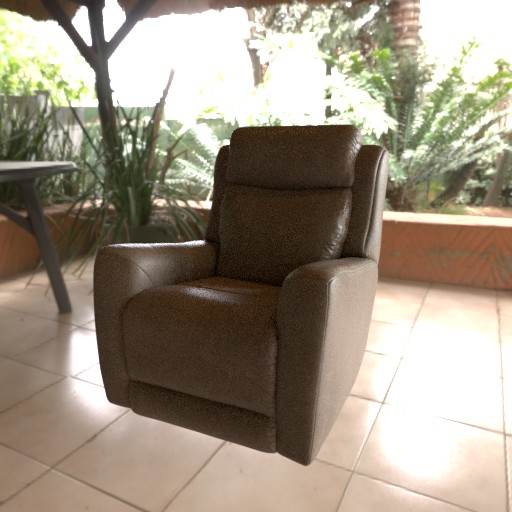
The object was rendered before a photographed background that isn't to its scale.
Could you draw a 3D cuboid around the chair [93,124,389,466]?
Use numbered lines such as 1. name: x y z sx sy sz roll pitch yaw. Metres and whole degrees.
1. chair: 0.000 0.000 1.915 0.967 1.116 1.068 7 15 25
